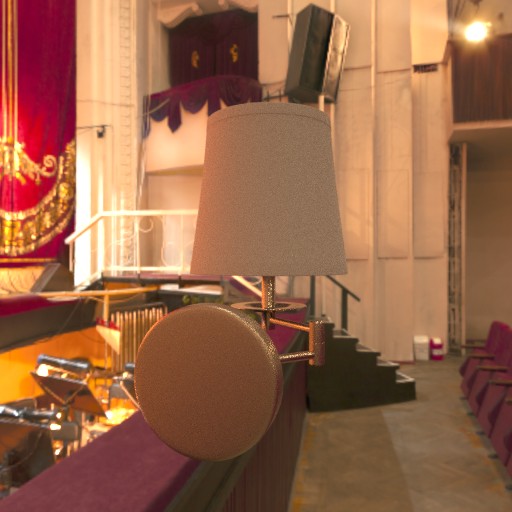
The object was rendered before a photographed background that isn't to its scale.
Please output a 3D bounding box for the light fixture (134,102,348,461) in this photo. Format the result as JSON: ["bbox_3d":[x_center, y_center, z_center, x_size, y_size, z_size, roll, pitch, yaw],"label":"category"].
[{"bbox_3d":[0.000,0.000,0.575,0.223,0.381,0.348,0,0,17],"label":"light fixture"}]
